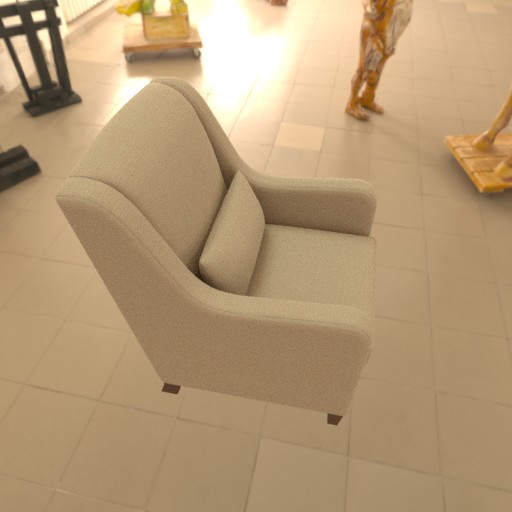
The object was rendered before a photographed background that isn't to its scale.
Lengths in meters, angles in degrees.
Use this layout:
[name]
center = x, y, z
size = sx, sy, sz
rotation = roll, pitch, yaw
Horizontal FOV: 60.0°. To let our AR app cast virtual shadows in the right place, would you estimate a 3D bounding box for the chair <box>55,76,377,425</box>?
[chair]
center = 0.000, 0.000, 1.614
size = 0.896, 1.017, 0.715
rotation = 9, 46, 8
